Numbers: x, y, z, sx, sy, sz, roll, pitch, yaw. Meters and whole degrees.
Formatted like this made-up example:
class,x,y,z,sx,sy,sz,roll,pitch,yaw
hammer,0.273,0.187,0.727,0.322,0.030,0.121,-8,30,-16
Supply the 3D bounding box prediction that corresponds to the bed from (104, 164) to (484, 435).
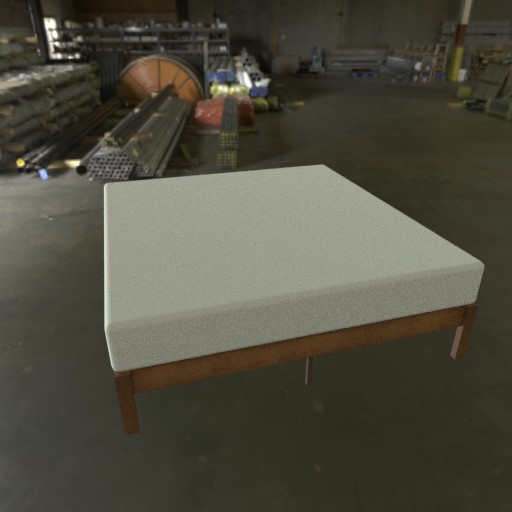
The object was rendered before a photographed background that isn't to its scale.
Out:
class,x,y,z,sx,sy,sz,roll,pitch,yaw
bed,0.000,0.000,3.074,1.930,0.616,2.049,-8,28,-15
